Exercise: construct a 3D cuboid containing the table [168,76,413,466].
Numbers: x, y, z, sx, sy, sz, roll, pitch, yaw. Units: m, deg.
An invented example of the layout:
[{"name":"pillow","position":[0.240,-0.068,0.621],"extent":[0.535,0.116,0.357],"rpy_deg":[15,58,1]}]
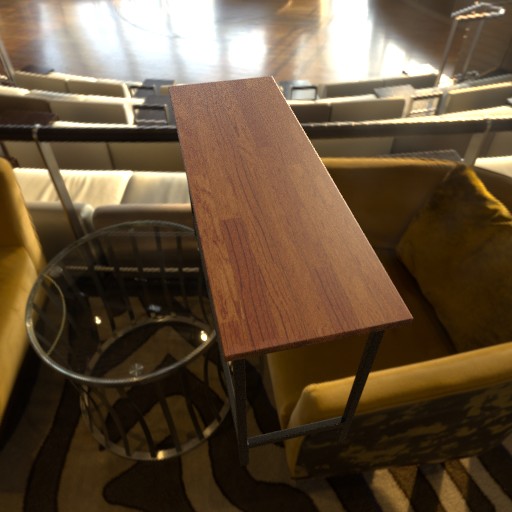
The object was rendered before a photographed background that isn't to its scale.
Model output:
[{"name":"table","position":[0.000,0.000,1.579],"extent":[0.408,0.740,1.204],"rpy_deg":[-9,47,-9]}]
